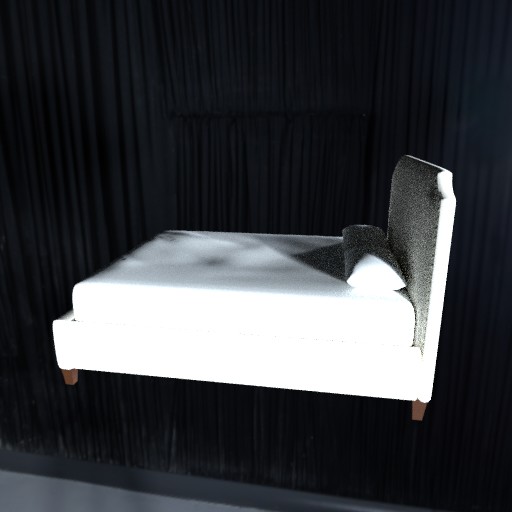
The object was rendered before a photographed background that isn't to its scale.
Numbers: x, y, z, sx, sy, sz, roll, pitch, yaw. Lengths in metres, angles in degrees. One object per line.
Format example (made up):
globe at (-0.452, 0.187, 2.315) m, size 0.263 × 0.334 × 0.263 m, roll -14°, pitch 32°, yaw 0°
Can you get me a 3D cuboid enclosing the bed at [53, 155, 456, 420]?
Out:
bed at (0.000, 0.000, 3.353) m, size 2.365 × 1.443 × 1.712 m, roll 3°, pitch 16°, yaw 9°
